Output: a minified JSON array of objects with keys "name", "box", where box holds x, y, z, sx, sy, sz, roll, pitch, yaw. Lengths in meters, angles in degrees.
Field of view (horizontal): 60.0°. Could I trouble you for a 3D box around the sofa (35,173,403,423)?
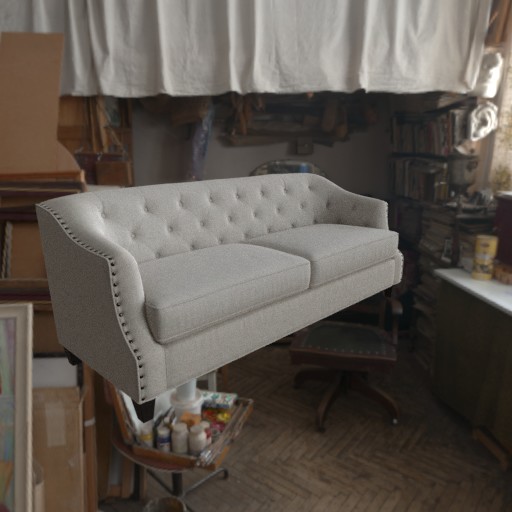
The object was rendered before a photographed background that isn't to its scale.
[{"name":"sofa","box":[0.000,0.000,2.771,0.914,0.901,2.235,14,21,43]}]
